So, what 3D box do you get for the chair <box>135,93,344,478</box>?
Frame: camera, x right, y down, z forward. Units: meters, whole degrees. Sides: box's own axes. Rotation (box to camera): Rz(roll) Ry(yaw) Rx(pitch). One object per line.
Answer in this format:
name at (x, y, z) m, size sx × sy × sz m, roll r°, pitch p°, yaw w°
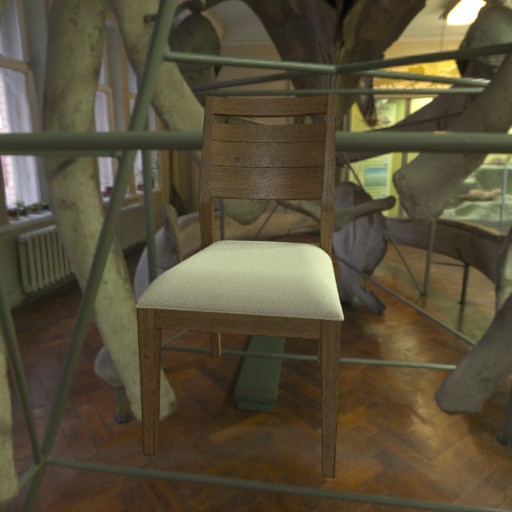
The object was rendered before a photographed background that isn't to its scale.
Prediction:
chair at (0.000, 0.000, 1.291) m, size 0.497 × 0.939 × 0.610 m, roll 2°, pitch 15°, yaw 9°
